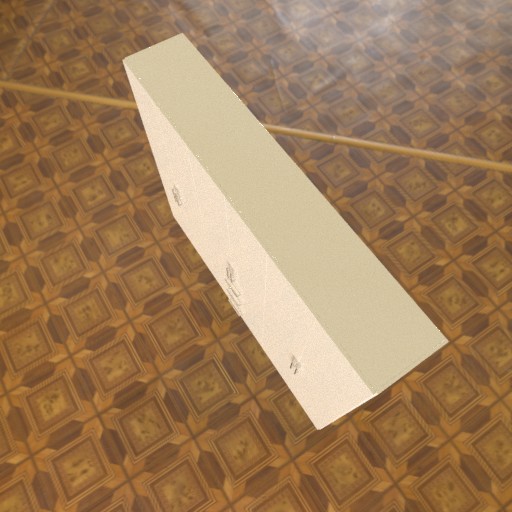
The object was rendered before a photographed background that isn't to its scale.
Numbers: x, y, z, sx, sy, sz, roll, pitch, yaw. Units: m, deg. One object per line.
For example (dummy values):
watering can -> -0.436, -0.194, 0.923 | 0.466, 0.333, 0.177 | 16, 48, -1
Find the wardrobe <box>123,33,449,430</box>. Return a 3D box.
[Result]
wardrobe -> 0.000, 0.000, 3.992 | 0.580, 2.360, 3.000 | -31, 68, -14
